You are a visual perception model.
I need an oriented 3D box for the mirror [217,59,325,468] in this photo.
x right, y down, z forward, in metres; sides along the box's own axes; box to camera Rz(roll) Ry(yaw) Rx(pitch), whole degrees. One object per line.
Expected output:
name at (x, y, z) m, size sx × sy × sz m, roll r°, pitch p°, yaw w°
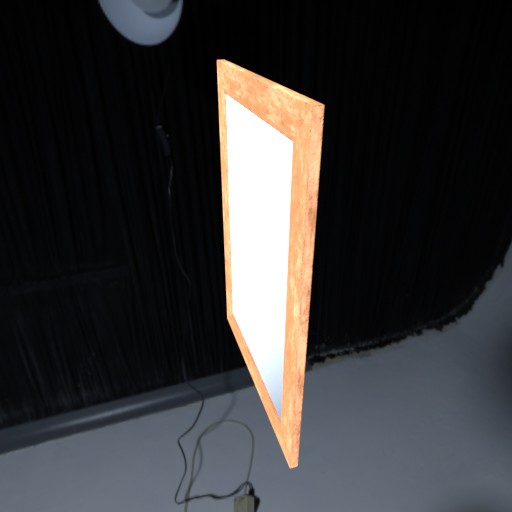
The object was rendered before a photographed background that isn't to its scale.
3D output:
mirror at (0.000, 0.000, 1.446) m, size 0.028 × 1.099 × 0.796 m, roll -9°, pitch 31°, yaw -15°
